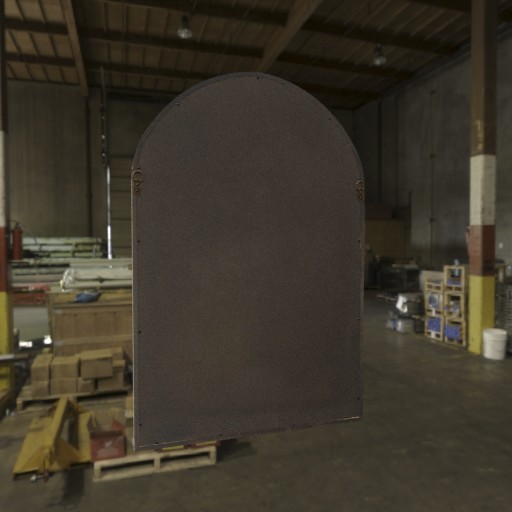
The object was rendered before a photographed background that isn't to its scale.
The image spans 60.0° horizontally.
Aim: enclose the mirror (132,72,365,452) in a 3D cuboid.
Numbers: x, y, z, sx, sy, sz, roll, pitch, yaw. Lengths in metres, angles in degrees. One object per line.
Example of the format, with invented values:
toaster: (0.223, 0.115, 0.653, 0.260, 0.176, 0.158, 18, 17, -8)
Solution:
mirror: (0.000, 0.000, 1.132, 0.609, 0.915, 0.032, -1, 2, -18)
